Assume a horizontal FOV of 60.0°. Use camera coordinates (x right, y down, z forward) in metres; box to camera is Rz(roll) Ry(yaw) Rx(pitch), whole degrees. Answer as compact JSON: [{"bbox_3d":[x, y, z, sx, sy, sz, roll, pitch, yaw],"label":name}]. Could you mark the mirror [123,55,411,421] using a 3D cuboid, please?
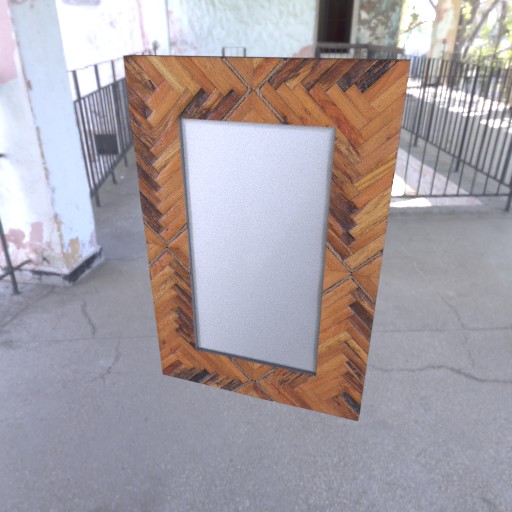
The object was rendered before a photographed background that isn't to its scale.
[{"bbox_3d":[0.000,0.000,1.114,0.606,0.912,0.044,8,28,16],"label":"mirror"}]
